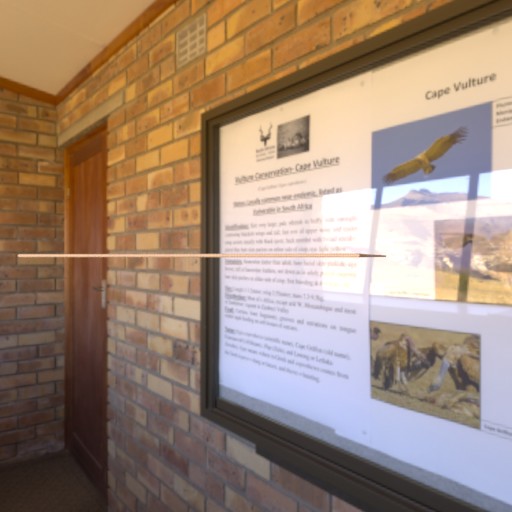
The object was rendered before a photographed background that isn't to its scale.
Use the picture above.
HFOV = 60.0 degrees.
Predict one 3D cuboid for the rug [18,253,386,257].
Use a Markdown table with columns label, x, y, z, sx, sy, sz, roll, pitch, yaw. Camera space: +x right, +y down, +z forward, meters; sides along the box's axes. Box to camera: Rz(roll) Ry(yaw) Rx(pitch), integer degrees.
| label | x | y | z | sx | sy | sz | roll | pitch | yaw |
| --- | --- | --- | --- | --- | --- | --- | --- | --- | --- |
| rug | 0.000 | 0.000 | 2.849 | 1.526 | 0.014 | 2.290 | 0 | 0 | 18 |
